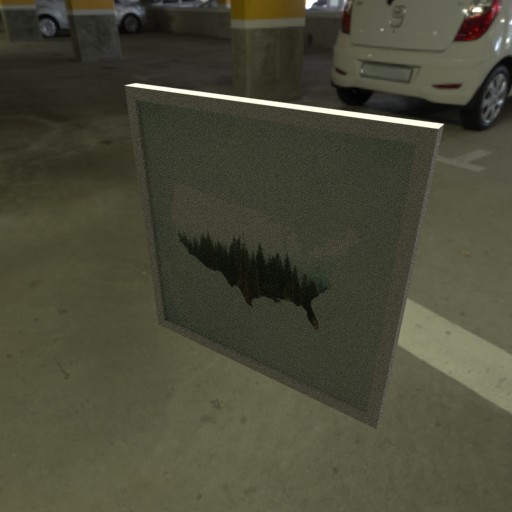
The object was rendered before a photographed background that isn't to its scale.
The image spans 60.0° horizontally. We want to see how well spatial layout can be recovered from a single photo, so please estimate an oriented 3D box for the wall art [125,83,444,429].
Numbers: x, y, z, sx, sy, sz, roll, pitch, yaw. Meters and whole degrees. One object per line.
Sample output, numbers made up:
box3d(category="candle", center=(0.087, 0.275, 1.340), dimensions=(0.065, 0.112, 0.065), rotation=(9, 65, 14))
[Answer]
box3d(category="wall art", center=(0.000, 0.000, 1.134), dimensions=(0.762, 0.762, 0.038), rotation=(18, 35, 28))
